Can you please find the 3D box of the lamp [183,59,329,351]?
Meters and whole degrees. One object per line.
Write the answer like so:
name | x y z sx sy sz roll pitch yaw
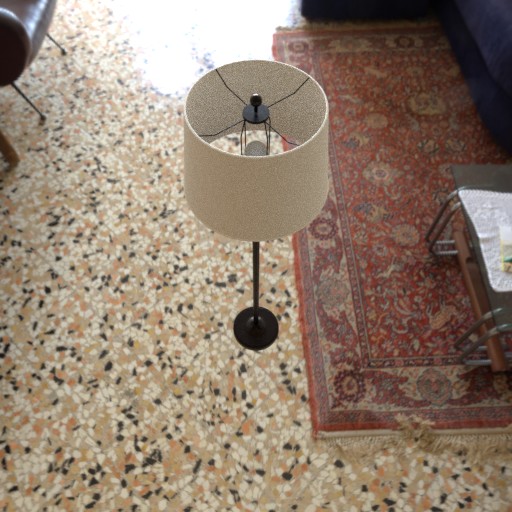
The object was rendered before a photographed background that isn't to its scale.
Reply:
lamp | 0.000 0.000 1.692 0.431 1.484 0.431 0 59 0
